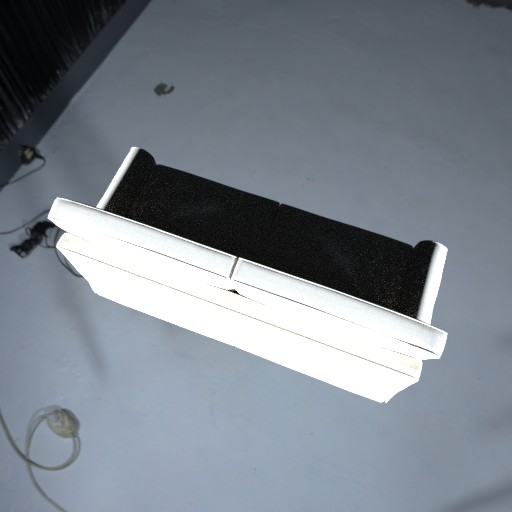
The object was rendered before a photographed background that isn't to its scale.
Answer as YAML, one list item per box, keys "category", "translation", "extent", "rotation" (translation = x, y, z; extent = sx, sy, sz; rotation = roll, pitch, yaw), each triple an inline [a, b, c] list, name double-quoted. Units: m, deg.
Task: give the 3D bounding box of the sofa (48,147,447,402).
- category: "sofa"
  translation: [0.000, 0.000, 2.534]
  extent: [2.021, 0.937, 0.862]
  rotation: [19, 65, 9]
